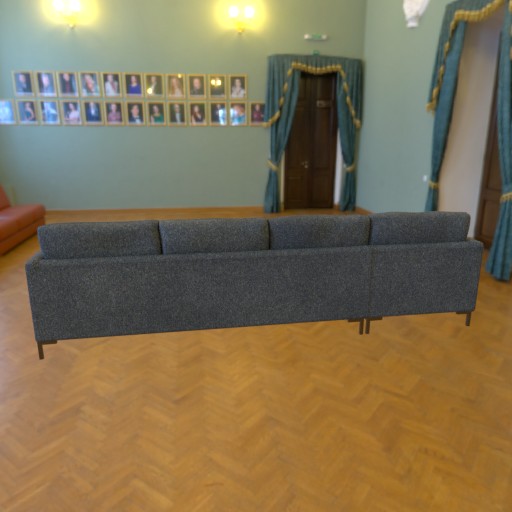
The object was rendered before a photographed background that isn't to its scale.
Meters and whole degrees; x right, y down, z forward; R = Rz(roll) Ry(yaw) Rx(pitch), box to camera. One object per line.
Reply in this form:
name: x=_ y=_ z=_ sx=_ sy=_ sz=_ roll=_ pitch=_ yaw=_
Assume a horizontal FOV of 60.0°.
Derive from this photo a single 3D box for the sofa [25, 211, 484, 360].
sofa: x=0.000 y=0.000 z=3.407 sx=2.932 sy=0.810 sz=1.350 roll=-3 pitch=16 yaw=-9
